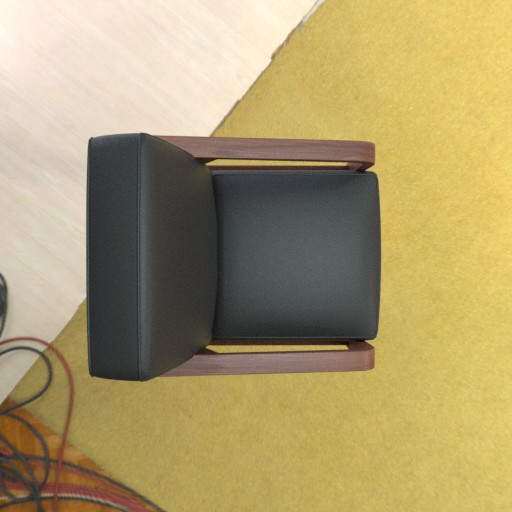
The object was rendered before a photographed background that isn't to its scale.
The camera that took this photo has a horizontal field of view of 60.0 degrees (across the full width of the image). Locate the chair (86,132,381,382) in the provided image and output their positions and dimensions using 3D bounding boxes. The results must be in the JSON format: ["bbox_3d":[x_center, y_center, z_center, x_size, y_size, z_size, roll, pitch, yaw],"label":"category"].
[{"bbox_3d":[0.000,0.000,1.471,0.889,0.861,0.719,0,90,-2],"label":"chair"}]
